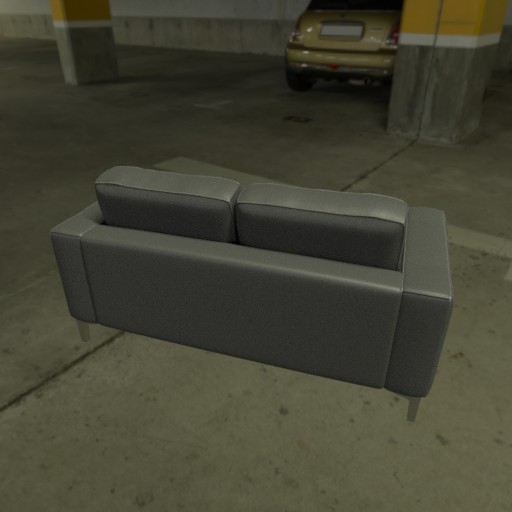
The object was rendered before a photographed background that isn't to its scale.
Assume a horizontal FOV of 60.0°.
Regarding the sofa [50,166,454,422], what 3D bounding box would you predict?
[{"bbox_3d":[0.000,0.000,2.169,1.726,0.892,0.833,9,31,16],"label":"sofa"}]
